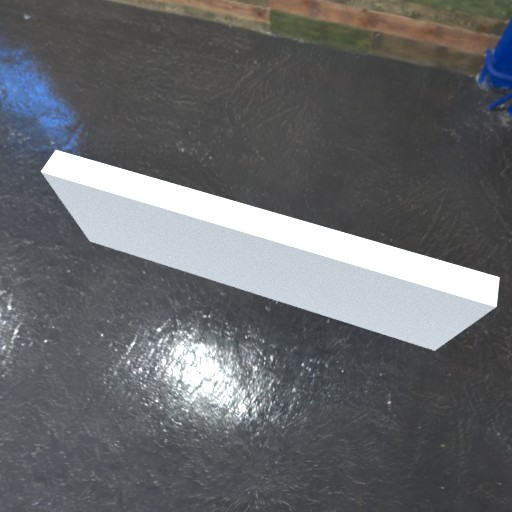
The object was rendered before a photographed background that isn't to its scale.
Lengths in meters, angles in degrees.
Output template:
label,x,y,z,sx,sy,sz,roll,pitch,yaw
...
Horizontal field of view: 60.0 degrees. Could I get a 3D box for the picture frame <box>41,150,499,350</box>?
label,x,y,z,sx,sy,sz,roll,pitch,yaw
picture frame,0.000,0.000,0.824,0.759,0.250,0.050,17,65,8
